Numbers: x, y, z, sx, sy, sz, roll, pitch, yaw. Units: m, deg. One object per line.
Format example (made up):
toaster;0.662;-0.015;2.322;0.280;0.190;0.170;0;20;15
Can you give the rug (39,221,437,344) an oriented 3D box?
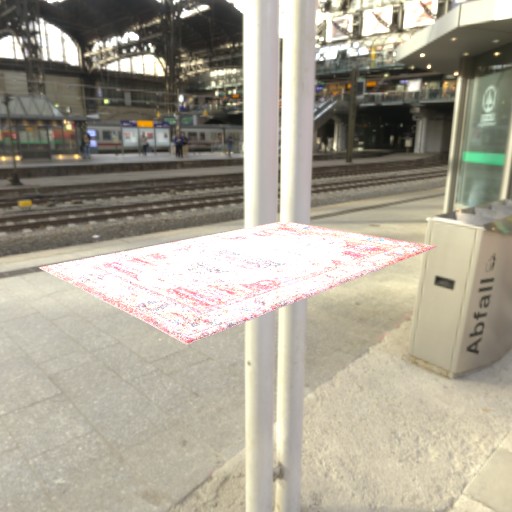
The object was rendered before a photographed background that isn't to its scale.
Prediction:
rug;0.000;0.000;2.406;1.219;0.006;1.829;14;20;43
